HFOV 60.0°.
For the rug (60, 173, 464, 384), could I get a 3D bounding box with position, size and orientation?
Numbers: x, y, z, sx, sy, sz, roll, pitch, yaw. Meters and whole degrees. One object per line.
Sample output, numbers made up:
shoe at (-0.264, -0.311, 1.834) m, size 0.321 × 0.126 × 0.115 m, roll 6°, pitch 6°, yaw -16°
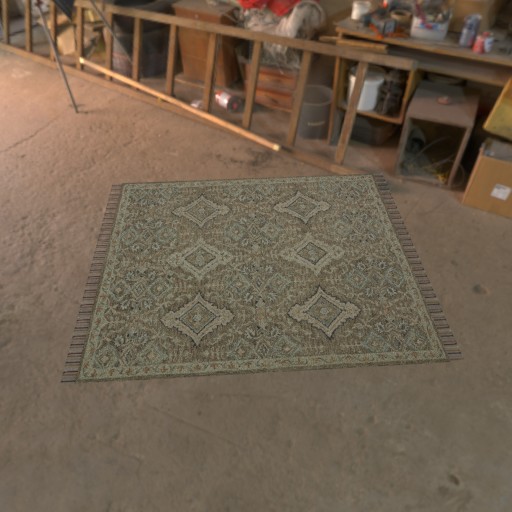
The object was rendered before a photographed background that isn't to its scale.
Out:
rug at (0.000, 0.000, 4.181) m, size 3.056 × 0.010 × 2.437 m, roll -3°, pitch 46°, yaw -3°
